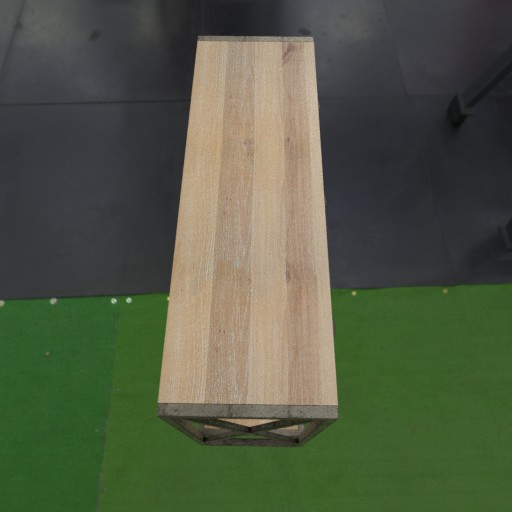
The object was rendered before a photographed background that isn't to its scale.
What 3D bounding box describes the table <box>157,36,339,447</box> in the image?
[{"bbox_3d":[0.000,0.000,1.401,0.361,0.763,1.059,1,63,0],"label":"table"}]
